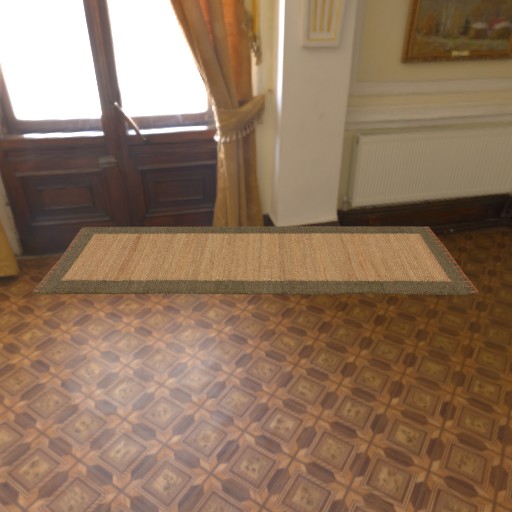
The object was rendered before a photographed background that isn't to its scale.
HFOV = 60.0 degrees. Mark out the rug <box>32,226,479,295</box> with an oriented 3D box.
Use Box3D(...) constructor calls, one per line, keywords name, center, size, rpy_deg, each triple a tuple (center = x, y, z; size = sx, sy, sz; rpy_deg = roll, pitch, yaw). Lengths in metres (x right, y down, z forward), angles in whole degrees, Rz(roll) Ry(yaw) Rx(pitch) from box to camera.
Box3D(name="rug", center=(0.000, 0.000, 2.735), size=(2.413, 0.016, 0.810), rpy_deg=(0, 30, 0))
